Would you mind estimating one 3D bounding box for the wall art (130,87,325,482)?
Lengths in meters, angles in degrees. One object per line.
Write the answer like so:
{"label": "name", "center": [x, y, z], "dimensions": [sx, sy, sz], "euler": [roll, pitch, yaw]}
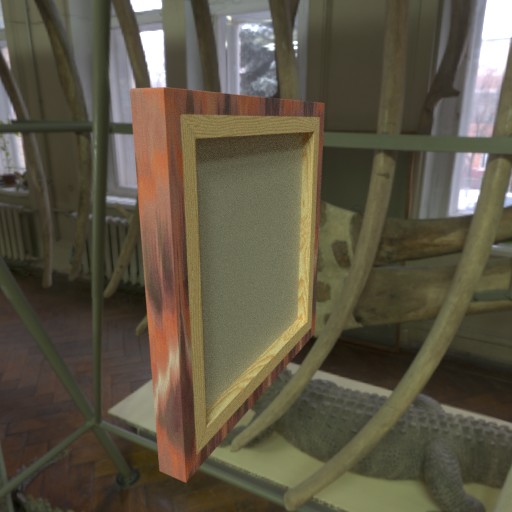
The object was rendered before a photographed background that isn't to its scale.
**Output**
{"label": "wall art", "center": [0.000, 0.000, 0.605], "dimensions": [0.038, 0.406, 0.403], "euler": [9, 19, 26]}
